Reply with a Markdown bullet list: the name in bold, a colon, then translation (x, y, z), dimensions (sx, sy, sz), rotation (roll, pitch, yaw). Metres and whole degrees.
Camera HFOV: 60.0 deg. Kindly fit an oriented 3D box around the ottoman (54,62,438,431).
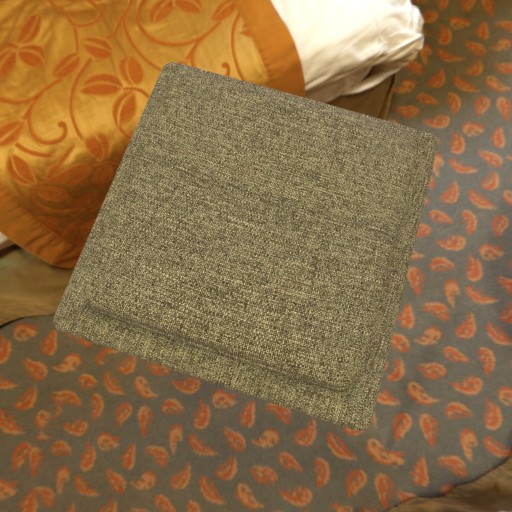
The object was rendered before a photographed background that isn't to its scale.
- **ottoman**: translation (0.000, 0.000, 0.801), dimensions (0.450, 0.460, 0.450), rotation (17, 76, 4)
